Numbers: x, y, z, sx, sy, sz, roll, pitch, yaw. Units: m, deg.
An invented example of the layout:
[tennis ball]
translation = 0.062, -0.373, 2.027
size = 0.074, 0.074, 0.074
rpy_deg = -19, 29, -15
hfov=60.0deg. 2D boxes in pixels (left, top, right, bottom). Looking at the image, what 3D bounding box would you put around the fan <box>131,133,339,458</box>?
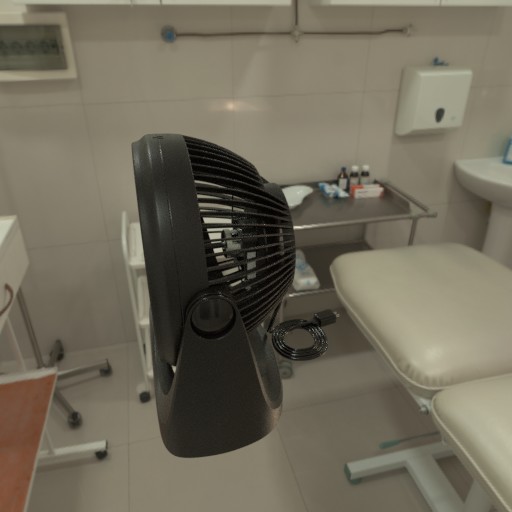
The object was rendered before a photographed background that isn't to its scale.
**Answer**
[fan]
translation = 0.000, 0.000, 0.496
size = 0.256, 0.277, 0.273
rpy_deg = -7, 30, -13
